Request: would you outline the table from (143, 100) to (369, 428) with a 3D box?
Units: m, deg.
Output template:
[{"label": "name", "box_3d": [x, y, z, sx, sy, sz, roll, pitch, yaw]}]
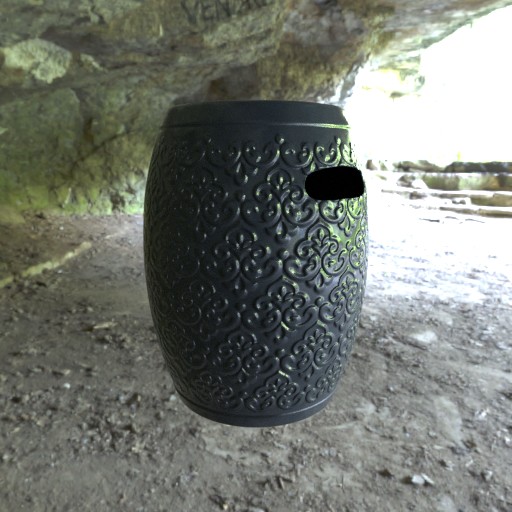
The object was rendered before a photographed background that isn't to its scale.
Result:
[{"label": "table", "box_3d": [0.000, 0.000, 0.629, 0.309, 0.397, 0.309, 0, 13, 0]}]
